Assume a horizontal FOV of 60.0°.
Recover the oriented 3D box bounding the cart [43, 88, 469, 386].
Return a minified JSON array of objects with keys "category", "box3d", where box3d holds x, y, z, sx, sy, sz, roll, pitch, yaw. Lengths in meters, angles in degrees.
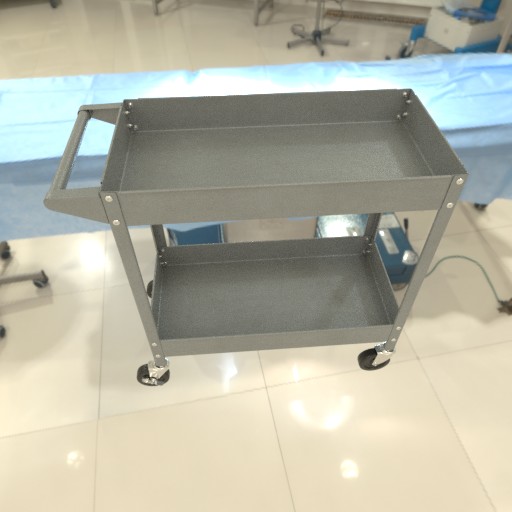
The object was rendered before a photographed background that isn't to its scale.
[{"category":"cart","box3d":[0.000,0.000,1.160,0.779,0.719,0.366,-3,47,-3]}]
